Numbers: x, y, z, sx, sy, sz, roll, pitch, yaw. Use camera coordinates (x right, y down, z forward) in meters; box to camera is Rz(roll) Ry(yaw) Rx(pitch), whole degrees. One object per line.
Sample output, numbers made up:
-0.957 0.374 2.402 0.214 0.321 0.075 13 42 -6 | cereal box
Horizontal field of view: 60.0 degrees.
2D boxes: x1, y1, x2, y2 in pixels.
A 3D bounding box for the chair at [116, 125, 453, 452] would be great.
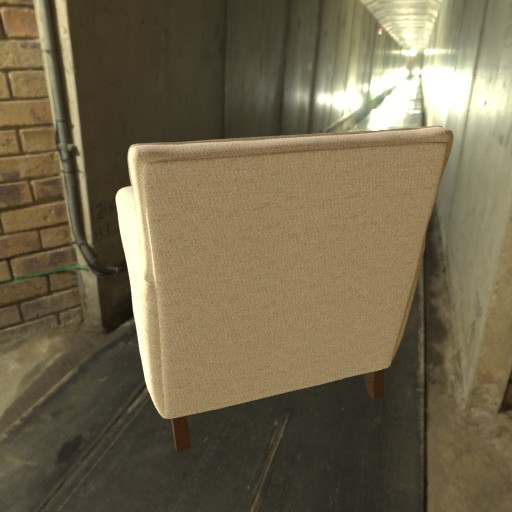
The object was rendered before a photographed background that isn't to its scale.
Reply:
0.000 0.000 1.545 0.870 0.943 0.823 -8 26 -17 | chair
